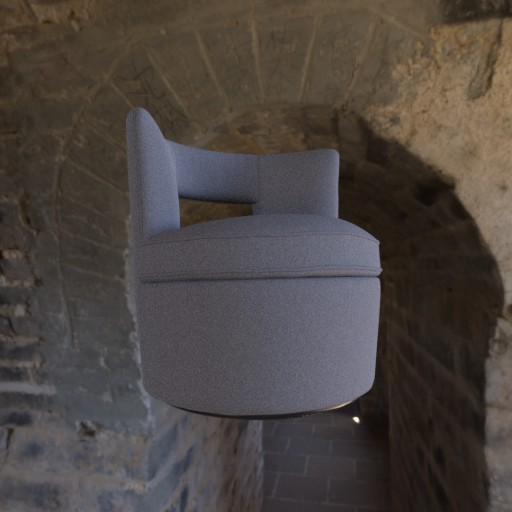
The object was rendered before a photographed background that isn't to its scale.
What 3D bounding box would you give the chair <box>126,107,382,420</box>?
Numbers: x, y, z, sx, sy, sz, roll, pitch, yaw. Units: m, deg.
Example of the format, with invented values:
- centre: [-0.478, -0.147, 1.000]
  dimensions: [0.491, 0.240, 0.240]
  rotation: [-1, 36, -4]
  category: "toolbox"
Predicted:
- centre: [0.000, 0.000, 1.226]
  dimensions: [0.689, 0.719, 0.660]
  rotation: [1, -2, -36]
  category: "chair"
